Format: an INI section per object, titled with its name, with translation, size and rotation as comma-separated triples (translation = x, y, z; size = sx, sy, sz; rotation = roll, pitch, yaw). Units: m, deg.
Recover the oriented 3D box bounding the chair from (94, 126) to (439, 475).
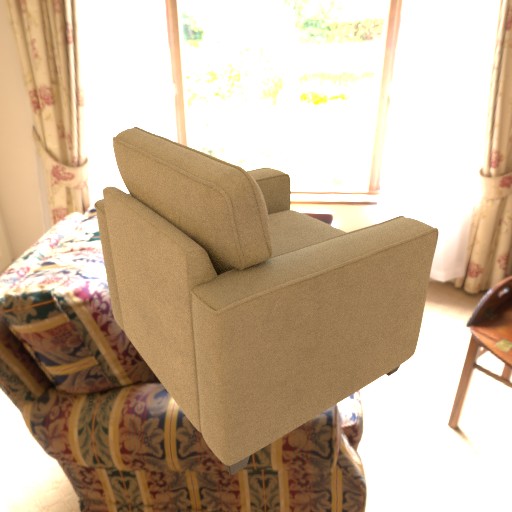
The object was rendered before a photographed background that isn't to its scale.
[chair]
translation = 0.000, 0.000, 1.760
size = 0.939, 0.965, 1.015
rotation = -18, 31, -31
